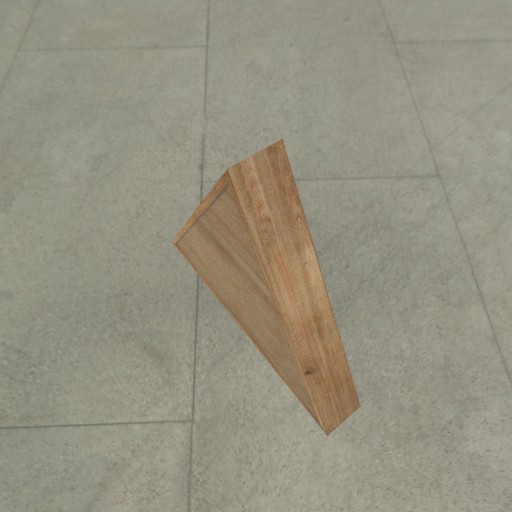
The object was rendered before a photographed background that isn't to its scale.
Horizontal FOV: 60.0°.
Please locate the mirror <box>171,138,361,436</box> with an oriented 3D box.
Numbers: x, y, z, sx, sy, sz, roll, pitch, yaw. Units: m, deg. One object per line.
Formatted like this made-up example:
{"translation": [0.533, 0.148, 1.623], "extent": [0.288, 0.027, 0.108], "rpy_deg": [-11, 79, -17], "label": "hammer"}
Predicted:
{"translation": [0.000, 0.000, 0.864], "extent": [0.100, 0.548, 0.631], "rpy_deg": [-33, 63, -19], "label": "mirror"}
